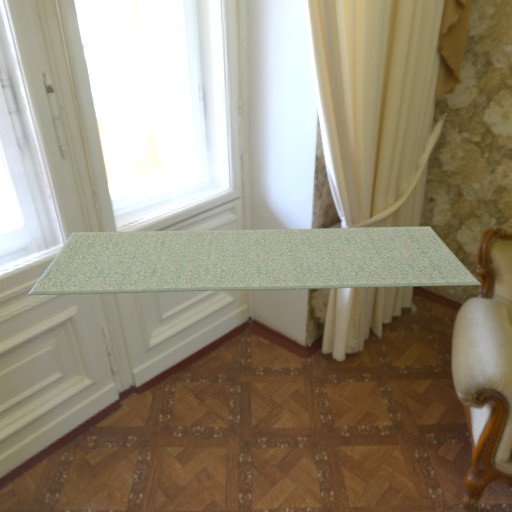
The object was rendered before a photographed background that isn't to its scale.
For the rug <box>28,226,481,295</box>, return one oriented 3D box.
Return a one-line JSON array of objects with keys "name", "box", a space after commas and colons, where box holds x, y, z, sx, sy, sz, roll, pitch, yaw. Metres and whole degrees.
[{"name": "rug", "box": [0.000, 0.000, 2.433, 2.196, 0.011, 0.662, -1, 29, -2]}]
